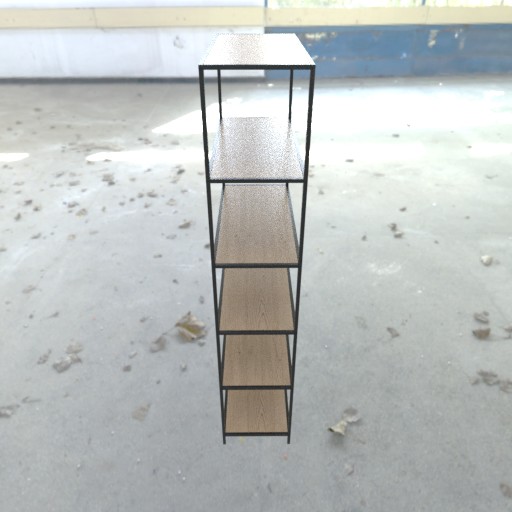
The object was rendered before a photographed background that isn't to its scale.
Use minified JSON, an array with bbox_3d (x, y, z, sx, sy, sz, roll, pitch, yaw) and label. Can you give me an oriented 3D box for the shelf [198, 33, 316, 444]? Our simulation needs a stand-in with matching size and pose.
[{"bbox_3d":[0.000,0.000,2.144,0.350,1.850,0.770,0,33,0],"label":"shelf"}]
